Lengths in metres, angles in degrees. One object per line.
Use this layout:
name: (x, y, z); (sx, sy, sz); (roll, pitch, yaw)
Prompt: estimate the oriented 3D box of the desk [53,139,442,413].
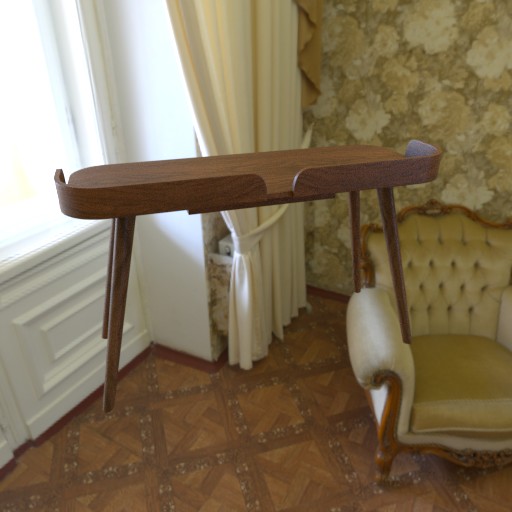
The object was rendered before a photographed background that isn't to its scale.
desk: (0.000, 0.000, 1.683); (1.256, 0.800, 0.486); (-8, 29, -16)
